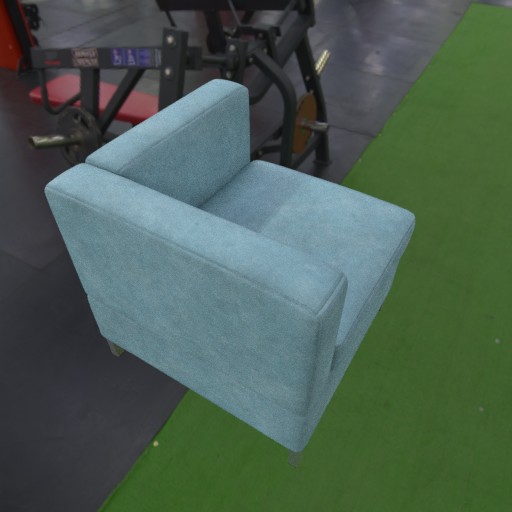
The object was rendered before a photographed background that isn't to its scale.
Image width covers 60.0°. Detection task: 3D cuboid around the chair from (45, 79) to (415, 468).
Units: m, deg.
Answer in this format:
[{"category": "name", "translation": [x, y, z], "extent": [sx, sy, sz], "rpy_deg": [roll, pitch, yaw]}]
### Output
[{"category": "chair", "translation": [0.000, 0.000, 1.231], "extent": [0.691, 0.660, 0.684], "rpy_deg": [24, 49, 22]}]
